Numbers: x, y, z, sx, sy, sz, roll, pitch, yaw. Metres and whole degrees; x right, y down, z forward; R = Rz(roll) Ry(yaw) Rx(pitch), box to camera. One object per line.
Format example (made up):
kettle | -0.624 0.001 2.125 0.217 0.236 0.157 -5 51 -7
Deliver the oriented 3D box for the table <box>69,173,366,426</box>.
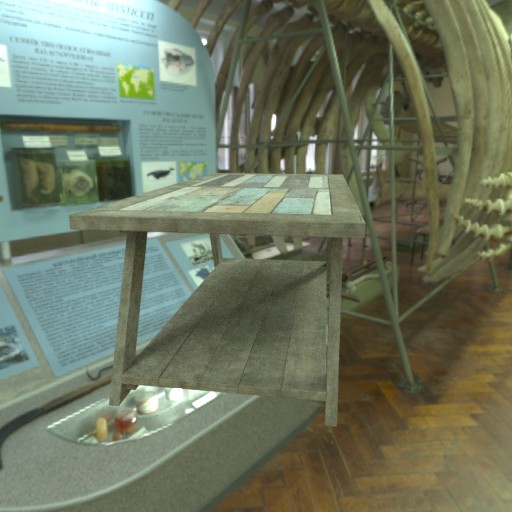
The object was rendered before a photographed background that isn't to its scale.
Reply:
table | 0.000 0.000 1.529 0.610 0.470 1.219 2 15 8
